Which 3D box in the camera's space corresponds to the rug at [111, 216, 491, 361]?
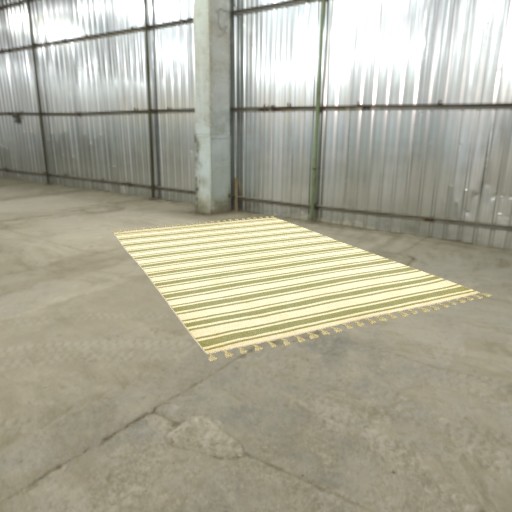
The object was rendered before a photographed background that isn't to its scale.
[{"bbox_3d":[0.000,0.000,3.005,1.540,0.018,2.435,-8,18,-25],"label":"rug"}]
